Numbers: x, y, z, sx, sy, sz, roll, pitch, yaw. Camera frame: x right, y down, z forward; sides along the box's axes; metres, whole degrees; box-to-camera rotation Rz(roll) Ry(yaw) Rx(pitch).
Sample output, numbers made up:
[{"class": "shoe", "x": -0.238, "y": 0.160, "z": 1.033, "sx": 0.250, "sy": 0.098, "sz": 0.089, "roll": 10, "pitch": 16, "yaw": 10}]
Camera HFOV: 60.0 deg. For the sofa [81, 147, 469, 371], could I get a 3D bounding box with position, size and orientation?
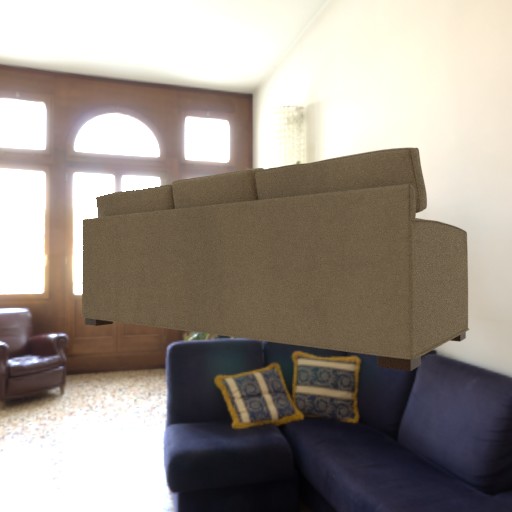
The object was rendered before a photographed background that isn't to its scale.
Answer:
[{"class": "sofa", "x": 0.000, "y": 0.000, "z": 2.568, "sx": 2.093, "sy": 0.862, "sz": 0.936, "roll": -1, "pitch": -1, "yaw": 37}]
